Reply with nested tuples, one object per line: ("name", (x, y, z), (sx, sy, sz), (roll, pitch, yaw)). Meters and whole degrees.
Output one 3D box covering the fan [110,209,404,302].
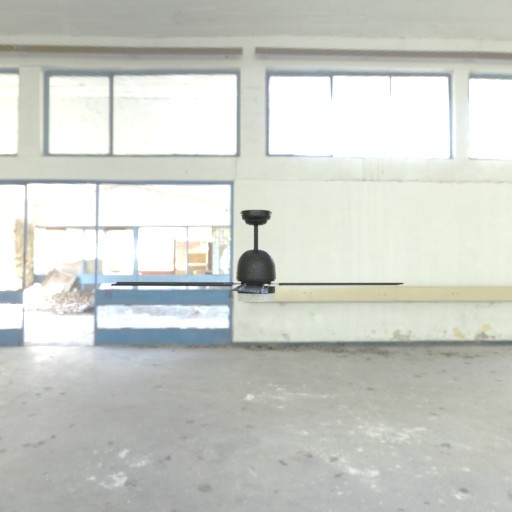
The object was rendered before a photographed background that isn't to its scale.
("fan", (0.000, 0.000, 2.041), (1.319, 0.410, 1.319), (0, -1, 0))
